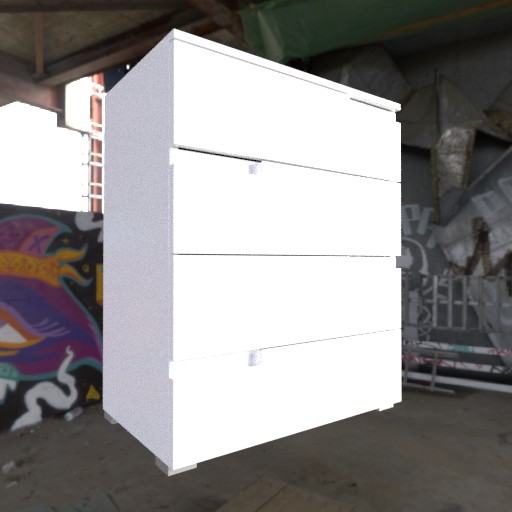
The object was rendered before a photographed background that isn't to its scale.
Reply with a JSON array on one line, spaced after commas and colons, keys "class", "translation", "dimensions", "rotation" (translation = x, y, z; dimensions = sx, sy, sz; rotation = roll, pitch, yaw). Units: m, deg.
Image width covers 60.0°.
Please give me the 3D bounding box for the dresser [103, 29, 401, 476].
[{"class": "dresser", "translation": [0.000, 0.000, 1.134], "dimensions": [0.650, 0.800, 0.400], "rotation": [0, -1, -36]}]
